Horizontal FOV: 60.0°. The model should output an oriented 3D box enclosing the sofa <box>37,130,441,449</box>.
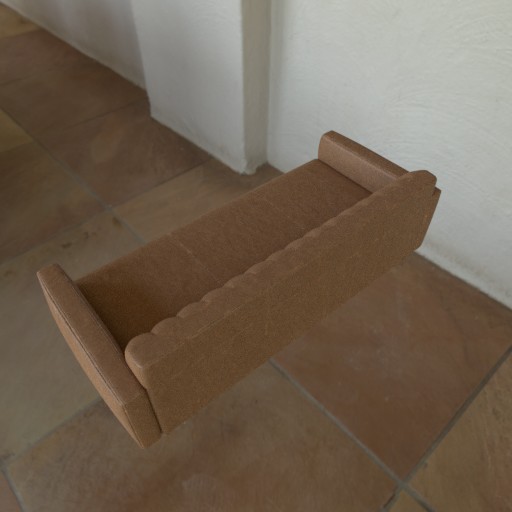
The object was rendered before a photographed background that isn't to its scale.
[{"bbox_3d":[0.000,0.000,2.714,2.291,0.821,0.990,-31,53,-26],"label":"sofa"}]
